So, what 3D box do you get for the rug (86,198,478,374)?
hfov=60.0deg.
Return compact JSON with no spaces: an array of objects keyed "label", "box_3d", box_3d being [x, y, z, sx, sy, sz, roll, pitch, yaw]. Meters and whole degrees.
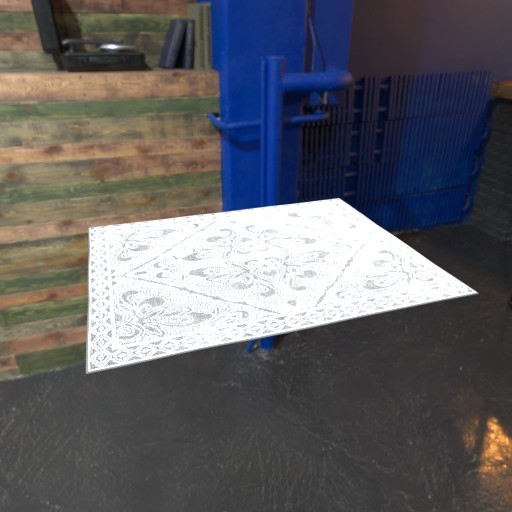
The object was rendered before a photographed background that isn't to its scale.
[{"label":"rug","box_3d":[0.000,0.000,4.209,3.048,0.012,2.438,-8,28,-16]}]
